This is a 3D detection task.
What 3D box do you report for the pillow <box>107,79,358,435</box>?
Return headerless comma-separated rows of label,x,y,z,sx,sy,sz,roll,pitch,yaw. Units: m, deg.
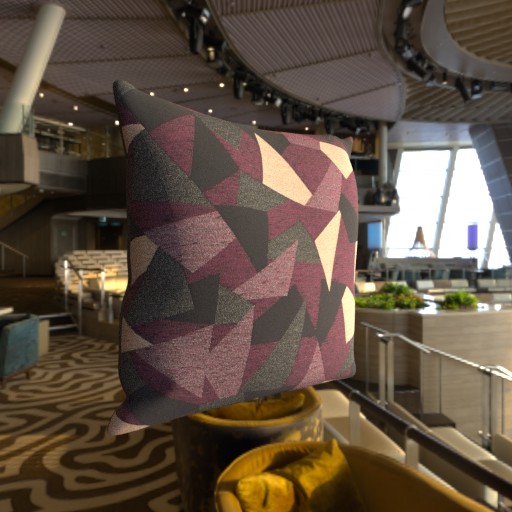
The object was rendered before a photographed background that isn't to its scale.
pillow,0.000,0.000,0.753,0.503,0.496,0.208,-1,1,-36
